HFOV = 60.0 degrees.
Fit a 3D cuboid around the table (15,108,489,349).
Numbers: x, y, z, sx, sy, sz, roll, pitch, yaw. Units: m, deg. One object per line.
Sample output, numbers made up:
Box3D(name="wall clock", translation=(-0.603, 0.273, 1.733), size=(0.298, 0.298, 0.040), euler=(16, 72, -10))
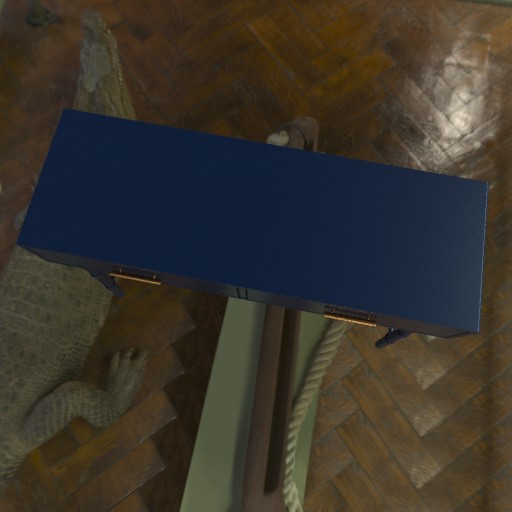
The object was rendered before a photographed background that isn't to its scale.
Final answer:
Box3D(name="table", translation=(0.000, 0.000, 1.446), size=(1.118, 0.749, 0.399), euler=(11, 75, 3))
